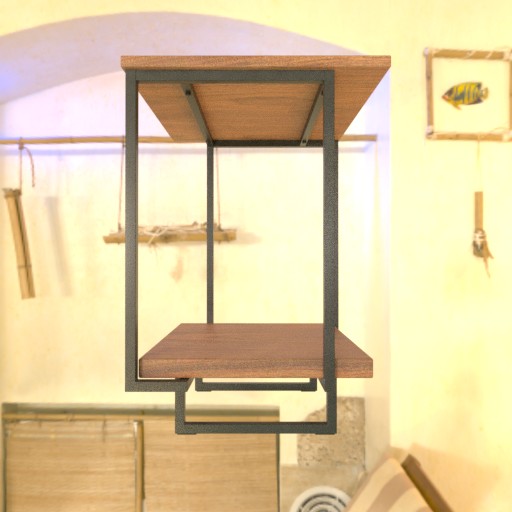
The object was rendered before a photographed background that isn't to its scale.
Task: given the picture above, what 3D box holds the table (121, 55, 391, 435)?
[{"bbox_3d":[0.000,0.000,0.831,0.384,0.567,0.411,0,0,0],"label":"table"}]
